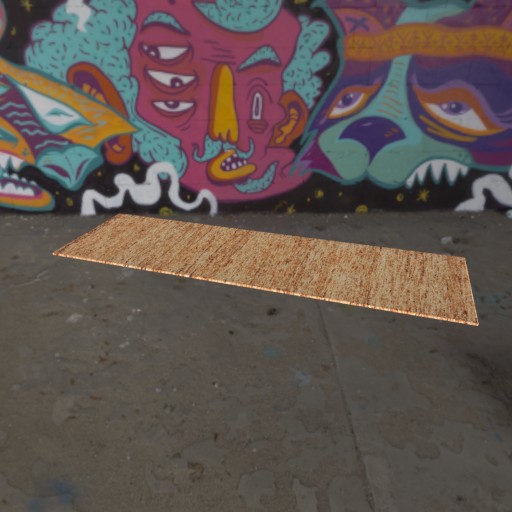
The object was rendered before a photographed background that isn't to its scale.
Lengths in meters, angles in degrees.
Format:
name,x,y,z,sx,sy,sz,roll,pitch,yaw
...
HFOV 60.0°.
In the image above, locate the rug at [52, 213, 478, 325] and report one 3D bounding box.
name,x,y,z,sx,sy,sz,roll,pitch,yaw
rug,0.000,0.000,2.508,2.237,0.014,0.680,8,27,16
